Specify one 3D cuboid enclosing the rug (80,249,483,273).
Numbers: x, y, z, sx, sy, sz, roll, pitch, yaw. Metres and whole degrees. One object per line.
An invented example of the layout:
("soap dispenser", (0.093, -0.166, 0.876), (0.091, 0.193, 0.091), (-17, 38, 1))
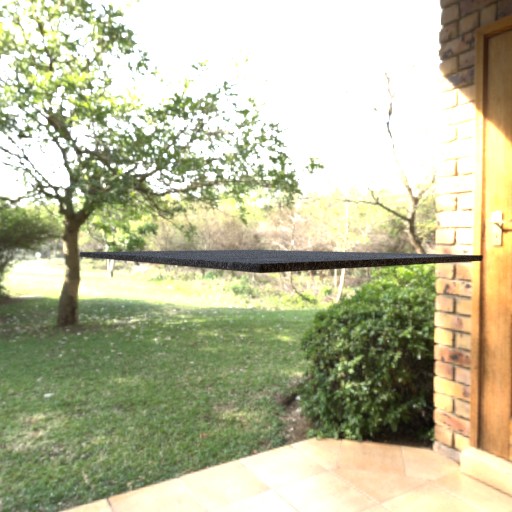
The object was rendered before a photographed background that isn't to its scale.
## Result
("rug", (0.000, 0.000, 2.143), (1.198, 0.025, 1.601), (-1, 2, -38))
